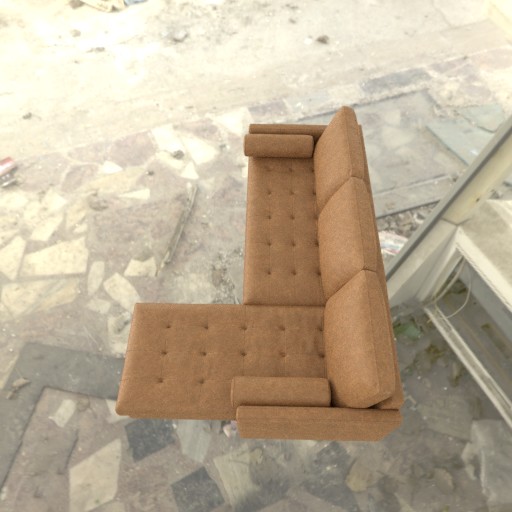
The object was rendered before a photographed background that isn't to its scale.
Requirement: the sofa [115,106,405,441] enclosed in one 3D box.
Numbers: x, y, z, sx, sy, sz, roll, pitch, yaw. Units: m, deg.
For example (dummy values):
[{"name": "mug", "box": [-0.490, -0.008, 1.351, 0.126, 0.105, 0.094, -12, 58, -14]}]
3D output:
[{"name": "sofa", "box": [0.000, 0.000, 2.922, 1.506, 0.876, 2.178, 1, 58, 1]}]
